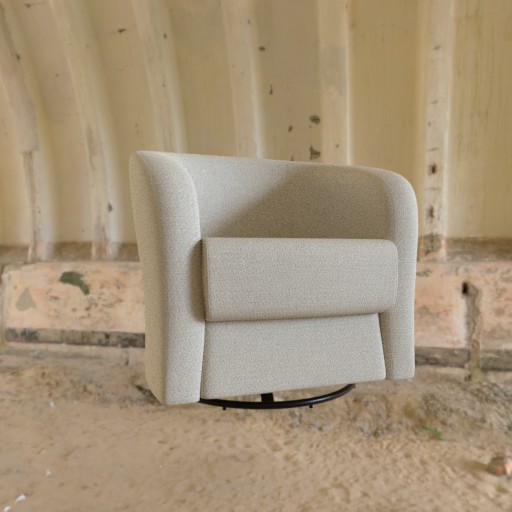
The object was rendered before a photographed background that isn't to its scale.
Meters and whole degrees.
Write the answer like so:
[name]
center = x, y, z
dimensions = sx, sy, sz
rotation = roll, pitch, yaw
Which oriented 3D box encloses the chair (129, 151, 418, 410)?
[chair]
center = 0.000, 0.000, 1.427
dimensions = 0.791, 0.771, 0.815
rotation = 0, 1, -19
